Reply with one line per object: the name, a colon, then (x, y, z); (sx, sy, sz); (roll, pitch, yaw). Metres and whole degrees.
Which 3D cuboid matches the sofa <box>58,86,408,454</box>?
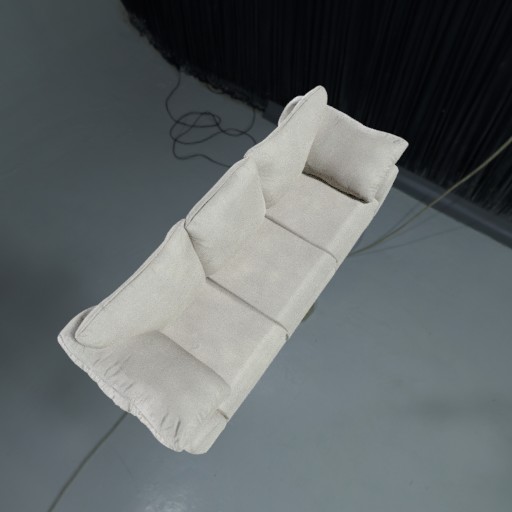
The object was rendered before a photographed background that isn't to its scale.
sofa: (0.000, 0.000, 2.780); (0.878, 0.996, 2.334); (31, 63, 18)
